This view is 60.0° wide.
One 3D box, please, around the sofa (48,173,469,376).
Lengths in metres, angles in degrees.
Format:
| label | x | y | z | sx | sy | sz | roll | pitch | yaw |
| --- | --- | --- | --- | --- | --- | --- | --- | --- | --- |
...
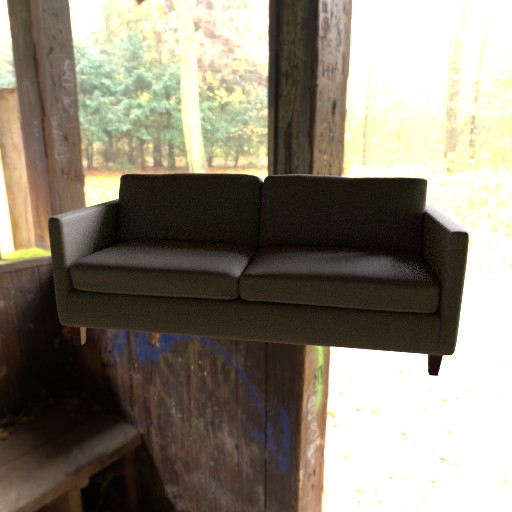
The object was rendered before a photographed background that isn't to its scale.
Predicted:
| label | x | y | z | sx | sy | sz | roll | pitch | yaw |
| --- | --- | --- | --- | --- | --- | --- | --- | --- | --- |
| sofa | 0.000 | 0.000 | 2.730 | 2.208 | 0.963 | 0.956 | 3 | 15 | 10 |
